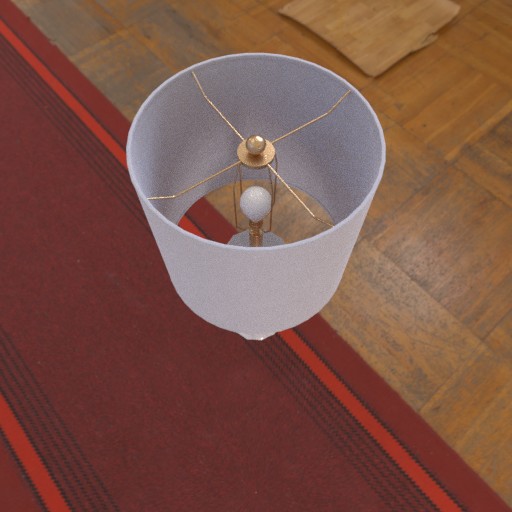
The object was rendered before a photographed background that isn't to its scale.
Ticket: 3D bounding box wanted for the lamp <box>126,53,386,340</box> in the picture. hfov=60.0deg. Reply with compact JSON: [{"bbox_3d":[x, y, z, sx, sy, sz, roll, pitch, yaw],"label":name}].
[{"bbox_3d":[0.000,0.000,0.712,0.277,0.537,0.277,3,62,2],"label":"lamp"}]
